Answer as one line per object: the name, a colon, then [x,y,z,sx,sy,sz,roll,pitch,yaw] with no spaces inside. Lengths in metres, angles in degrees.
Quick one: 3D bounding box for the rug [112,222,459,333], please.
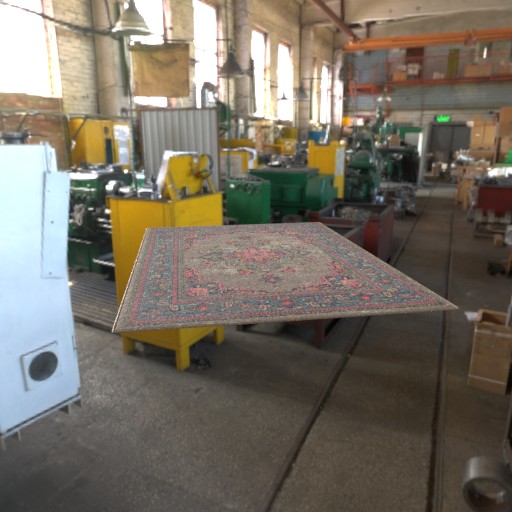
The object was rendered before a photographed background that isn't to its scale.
rug: [0.000,0.000,3.046,1.609,0.013,2.214,-3,15,-9]
